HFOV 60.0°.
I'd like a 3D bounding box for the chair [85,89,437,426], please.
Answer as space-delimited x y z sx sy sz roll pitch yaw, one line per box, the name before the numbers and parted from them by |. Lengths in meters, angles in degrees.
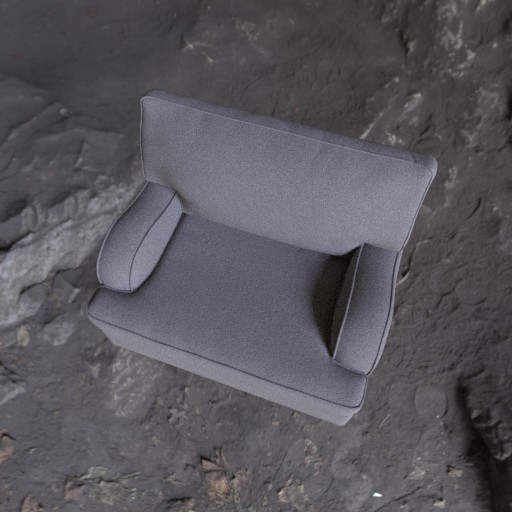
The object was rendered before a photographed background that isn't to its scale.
chair | 0.000 0.000 1.982 1.220 1.016 1.040 17 61 10
